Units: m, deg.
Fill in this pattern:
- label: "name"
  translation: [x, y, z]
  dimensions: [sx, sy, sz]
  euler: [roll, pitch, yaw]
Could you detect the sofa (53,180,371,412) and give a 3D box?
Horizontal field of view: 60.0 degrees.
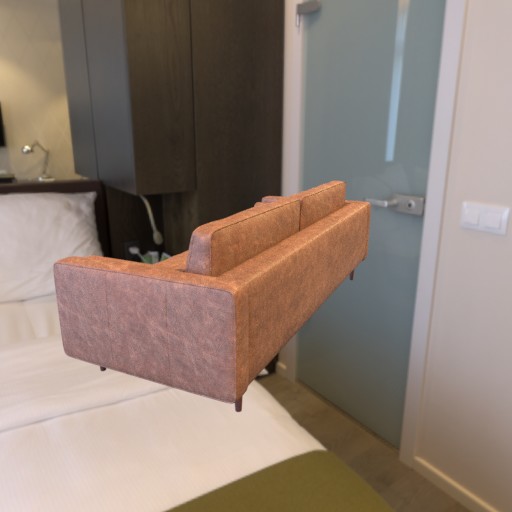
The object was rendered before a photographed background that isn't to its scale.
- label: "sofa"
  translation: [0.000, 0.000, 2.690]
  dimensions: [0.914, 0.762, 2.210]
  euler: [7, 17, 25]
